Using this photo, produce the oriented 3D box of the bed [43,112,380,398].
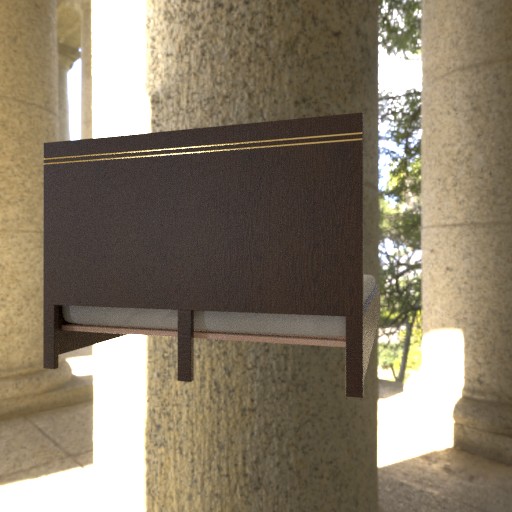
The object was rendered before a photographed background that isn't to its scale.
[{"bbox_3d":[0.000,0.000,3.114,1.613,1.169,2.221,0,0,17],"label":"bed"}]
